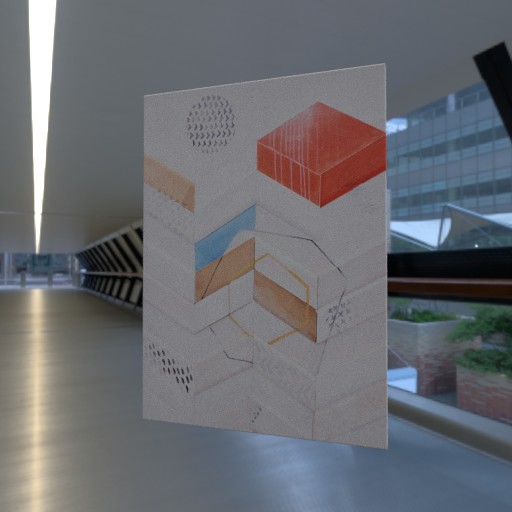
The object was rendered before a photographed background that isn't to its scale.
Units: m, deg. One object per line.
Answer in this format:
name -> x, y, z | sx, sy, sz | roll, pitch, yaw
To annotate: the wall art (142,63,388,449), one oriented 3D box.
wall art -> 0.000, 0.000, 1.083 | 0.613, 0.848, 0.036 | 0, -1, 18
